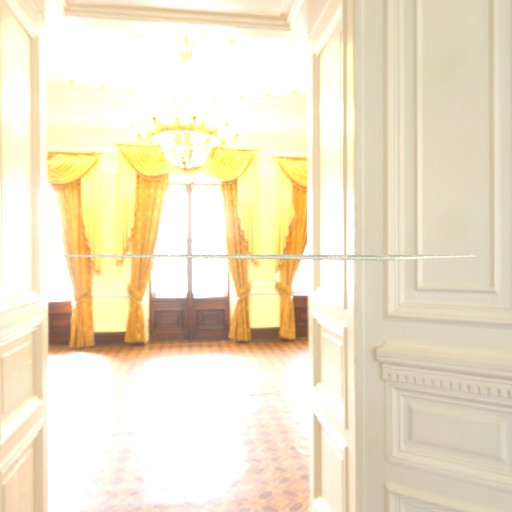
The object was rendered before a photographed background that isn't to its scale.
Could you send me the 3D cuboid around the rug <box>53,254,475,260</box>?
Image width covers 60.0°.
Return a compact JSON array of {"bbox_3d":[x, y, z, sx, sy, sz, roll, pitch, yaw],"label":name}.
[{"bbox_3d":[0.000,0.000,3.020,2.443,0.015,1.528,0,1,37],"label":"rug"}]
